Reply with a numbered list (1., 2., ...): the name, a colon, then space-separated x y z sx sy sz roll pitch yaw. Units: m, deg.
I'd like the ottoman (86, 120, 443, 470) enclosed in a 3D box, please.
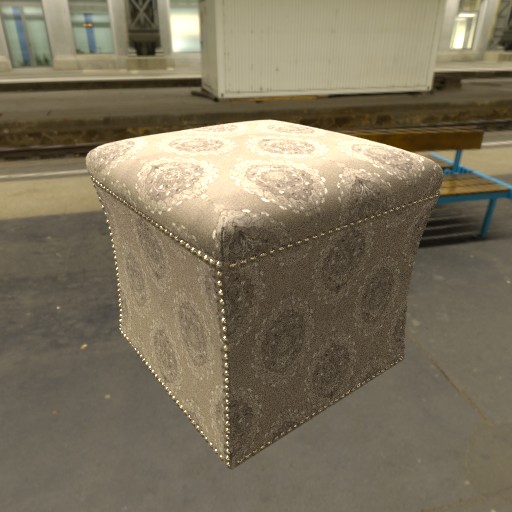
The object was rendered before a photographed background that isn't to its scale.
1. ottoman: 0.000 0.000 0.915 0.497 0.473 0.507 -19 33 -32
